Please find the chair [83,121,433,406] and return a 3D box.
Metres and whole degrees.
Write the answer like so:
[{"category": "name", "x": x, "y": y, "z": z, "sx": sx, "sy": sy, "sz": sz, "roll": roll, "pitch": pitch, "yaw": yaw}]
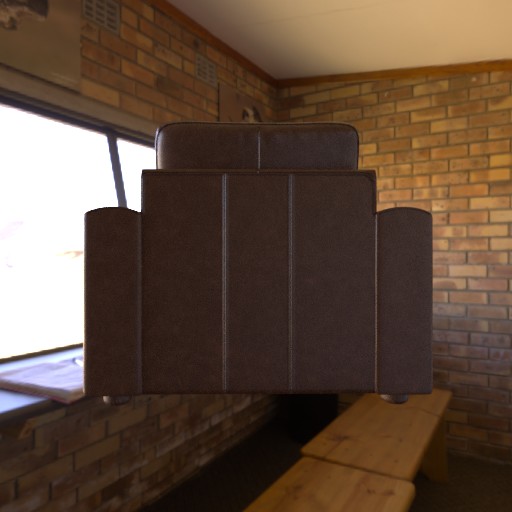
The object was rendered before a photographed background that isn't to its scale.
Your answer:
[{"category": "chair", "x": 0.000, "y": 0.000, "z": 1.761, "sx": 1.005, "sy": 0.873, "sz": 1.016, "roll": 0, "pitch": 0, "yaw": -1}]
